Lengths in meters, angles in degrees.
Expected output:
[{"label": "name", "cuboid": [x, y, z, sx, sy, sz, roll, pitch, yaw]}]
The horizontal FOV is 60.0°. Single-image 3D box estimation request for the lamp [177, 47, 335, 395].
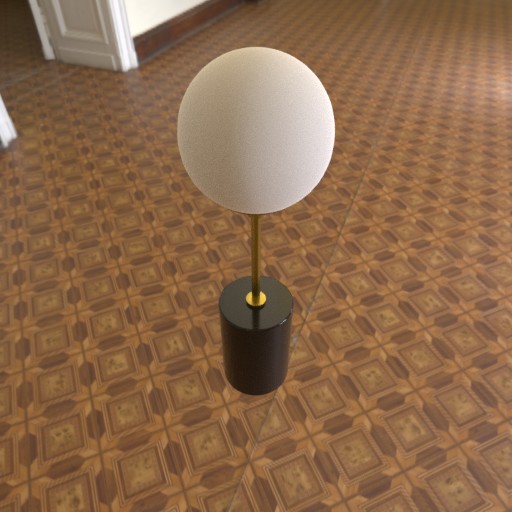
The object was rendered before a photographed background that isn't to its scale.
[{"label": "lamp", "cuboid": [0.000, 0.000, 0.546, 0.153, 0.480, 0.153, 0, 42, 0]}]
